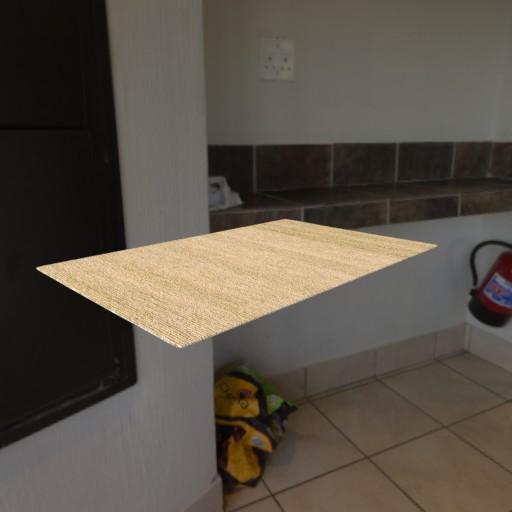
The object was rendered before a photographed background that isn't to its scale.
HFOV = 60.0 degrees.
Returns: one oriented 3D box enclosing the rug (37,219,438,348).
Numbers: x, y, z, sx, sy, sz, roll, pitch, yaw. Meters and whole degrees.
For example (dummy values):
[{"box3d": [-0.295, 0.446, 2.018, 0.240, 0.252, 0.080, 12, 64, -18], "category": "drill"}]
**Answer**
[{"box3d": [0.000, 0.000, 2.265, 1.758, 0.010, 1.143, -15, 21, -43], "category": "rug"}]
